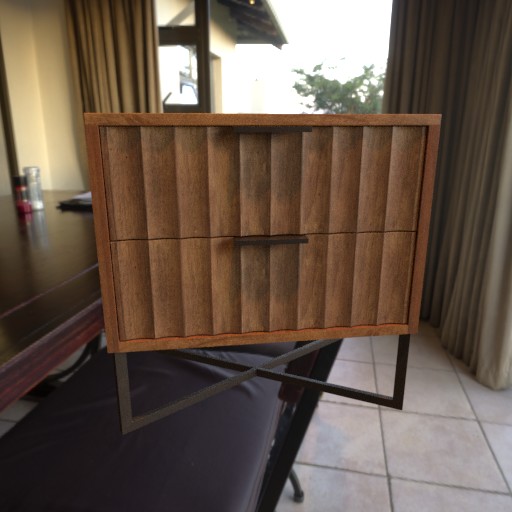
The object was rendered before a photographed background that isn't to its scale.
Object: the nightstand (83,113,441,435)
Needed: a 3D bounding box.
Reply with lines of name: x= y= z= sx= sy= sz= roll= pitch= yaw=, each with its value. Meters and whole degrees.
nightstand: x=0.000 y=0.000 z=1.022 sx=0.613 sy=0.615 sz=0.427 roll=-2 pitch=16 yaw=-7
